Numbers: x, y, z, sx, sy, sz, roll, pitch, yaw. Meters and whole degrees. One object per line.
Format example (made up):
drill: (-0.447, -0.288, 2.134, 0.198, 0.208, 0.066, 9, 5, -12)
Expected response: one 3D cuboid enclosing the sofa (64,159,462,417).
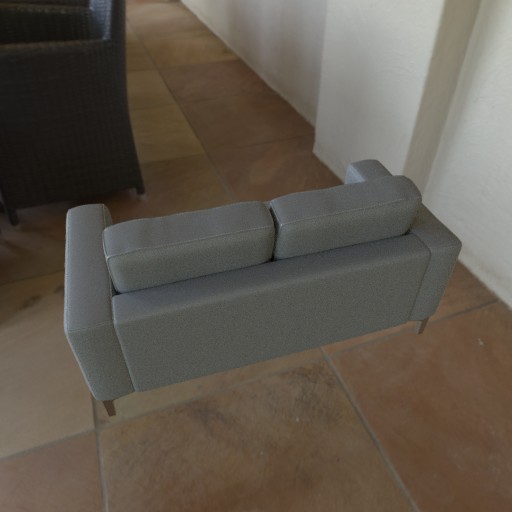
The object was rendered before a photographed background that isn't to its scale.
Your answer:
sofa: (0.000, 0.000, 2.193, 1.726, 0.893, 0.833, -11, 43, -13)
